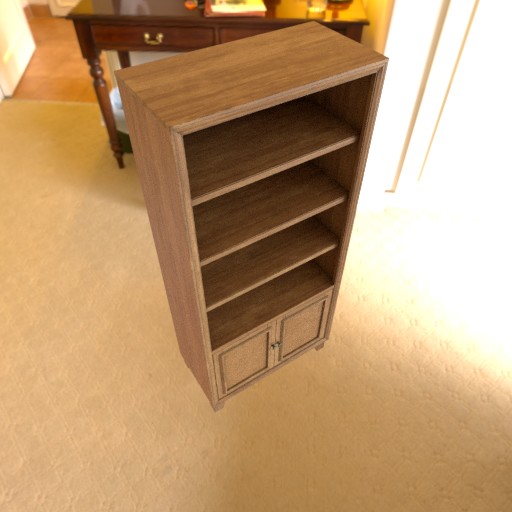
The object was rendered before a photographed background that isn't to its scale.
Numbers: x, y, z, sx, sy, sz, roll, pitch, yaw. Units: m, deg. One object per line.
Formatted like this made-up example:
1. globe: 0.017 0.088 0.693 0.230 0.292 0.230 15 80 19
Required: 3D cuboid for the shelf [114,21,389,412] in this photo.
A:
1. shelf: 0.000 0.000 2.242 0.864 1.930 0.453 -25 52 -22
